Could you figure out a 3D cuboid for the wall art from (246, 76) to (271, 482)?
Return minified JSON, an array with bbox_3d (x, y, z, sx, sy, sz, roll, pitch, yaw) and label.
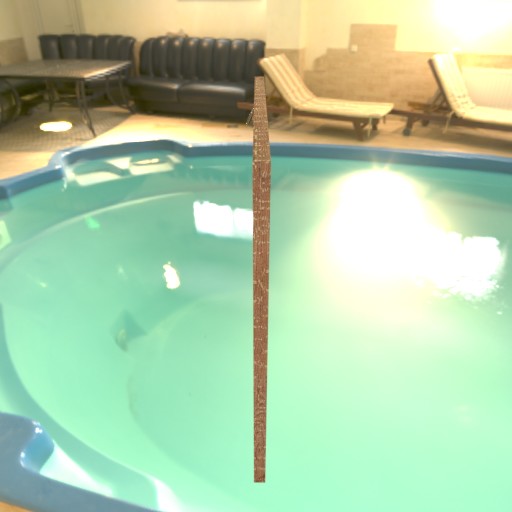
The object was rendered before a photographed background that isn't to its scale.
[{"bbox_3d":[0.000,0.000,0.576,0.022,0.380,0.380,0,31,0],"label":"wall art"}]
